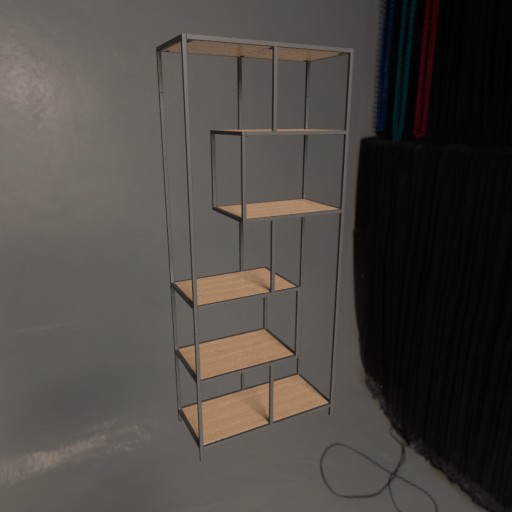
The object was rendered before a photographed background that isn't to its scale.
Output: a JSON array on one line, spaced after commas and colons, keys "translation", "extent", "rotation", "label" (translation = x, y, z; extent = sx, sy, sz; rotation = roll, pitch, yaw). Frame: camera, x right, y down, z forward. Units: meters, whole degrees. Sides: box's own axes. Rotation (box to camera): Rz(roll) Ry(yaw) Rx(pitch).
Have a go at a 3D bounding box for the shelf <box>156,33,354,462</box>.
[{"translation": [0.000, 0.000, 2.155], "extent": [0.770, 1.850, 0.350], "rotation": [-8, 19, -26], "label": "shelf"}]
